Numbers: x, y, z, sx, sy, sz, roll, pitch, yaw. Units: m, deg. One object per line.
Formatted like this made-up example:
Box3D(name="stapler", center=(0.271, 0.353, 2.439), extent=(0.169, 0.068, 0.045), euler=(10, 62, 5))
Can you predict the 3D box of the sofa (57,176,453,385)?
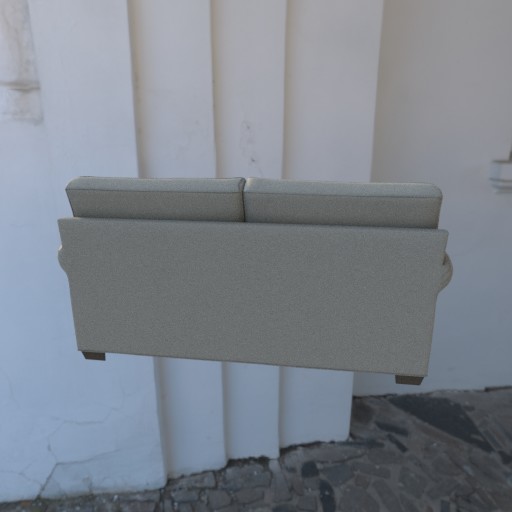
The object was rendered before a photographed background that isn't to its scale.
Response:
Box3D(name="sofa", center=(0.000, 0.000, 2.469), extent=(1.930, 0.952, 0.940), euler=(2, 17, 8))
